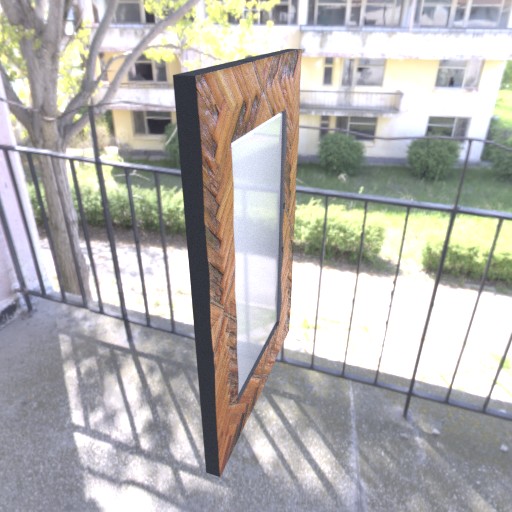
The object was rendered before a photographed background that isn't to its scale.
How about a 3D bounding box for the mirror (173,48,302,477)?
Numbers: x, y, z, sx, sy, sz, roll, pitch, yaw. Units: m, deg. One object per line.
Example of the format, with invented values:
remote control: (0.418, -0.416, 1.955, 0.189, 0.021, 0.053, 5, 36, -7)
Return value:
mirror: (0.000, 0.000, 1.117, 0.044, 0.912, 0.606, 10, 30, 17)
